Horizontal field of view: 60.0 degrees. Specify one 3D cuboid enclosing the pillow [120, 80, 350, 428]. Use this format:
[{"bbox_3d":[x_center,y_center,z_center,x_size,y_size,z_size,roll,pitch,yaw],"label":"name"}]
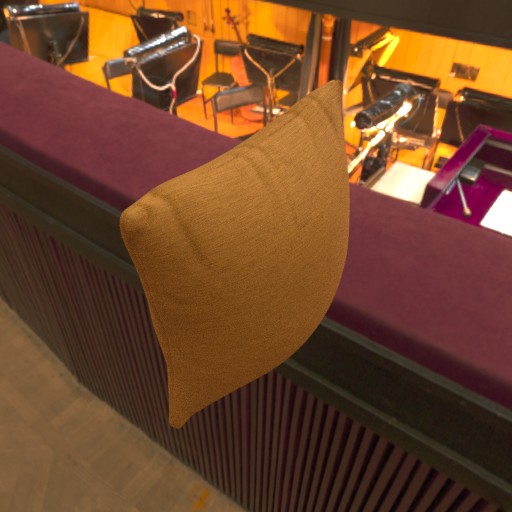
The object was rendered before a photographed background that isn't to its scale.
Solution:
[{"bbox_3d":[0.000,0.000,0.683,0.247,0.417,0.435,26,48,26],"label":"pillow"}]
